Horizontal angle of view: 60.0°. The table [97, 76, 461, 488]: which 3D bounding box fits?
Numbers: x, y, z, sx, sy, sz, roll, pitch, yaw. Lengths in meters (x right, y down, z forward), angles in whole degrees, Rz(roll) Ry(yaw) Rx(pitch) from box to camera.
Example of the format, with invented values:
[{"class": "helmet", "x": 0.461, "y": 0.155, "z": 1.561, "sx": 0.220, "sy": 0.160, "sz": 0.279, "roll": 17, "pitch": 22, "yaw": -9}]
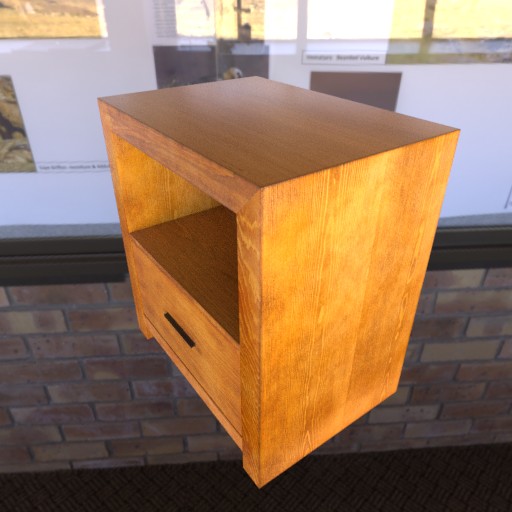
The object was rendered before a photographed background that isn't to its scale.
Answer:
[{"class": "table", "x": 0.000, "y": 0.000, "z": 0.949, "sx": 0.400, "sy": 0.605, "sz": 0.550, "roll": -21, "pitch": 38, "yaw": -30}]
